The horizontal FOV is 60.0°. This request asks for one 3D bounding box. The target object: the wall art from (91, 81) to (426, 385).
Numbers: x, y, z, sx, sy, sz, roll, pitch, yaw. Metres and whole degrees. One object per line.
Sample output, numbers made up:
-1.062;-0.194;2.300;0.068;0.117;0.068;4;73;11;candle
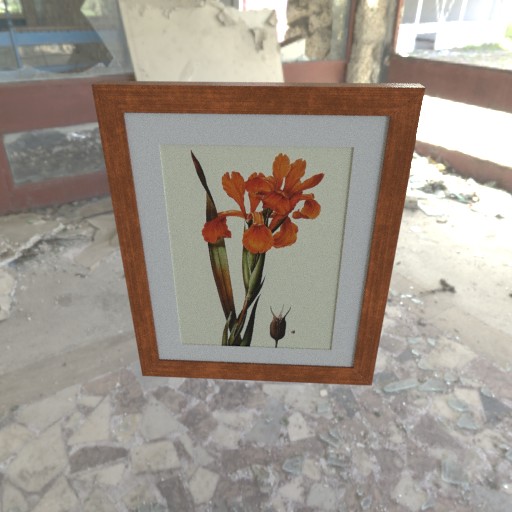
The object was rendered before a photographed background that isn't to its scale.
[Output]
0.000;0.000;0.774;0.467;0.567;0.033;2;30;3;wall art
